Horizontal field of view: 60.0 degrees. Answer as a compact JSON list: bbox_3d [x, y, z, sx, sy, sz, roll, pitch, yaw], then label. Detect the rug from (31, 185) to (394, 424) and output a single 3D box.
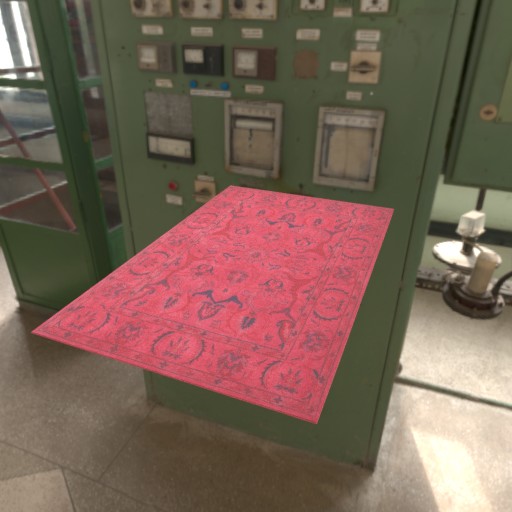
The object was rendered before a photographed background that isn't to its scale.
[{"bbox_3d":[0.000,0.000,3.030,1.534,0.010,2.423,11,31,20],"label":"rug"}]
